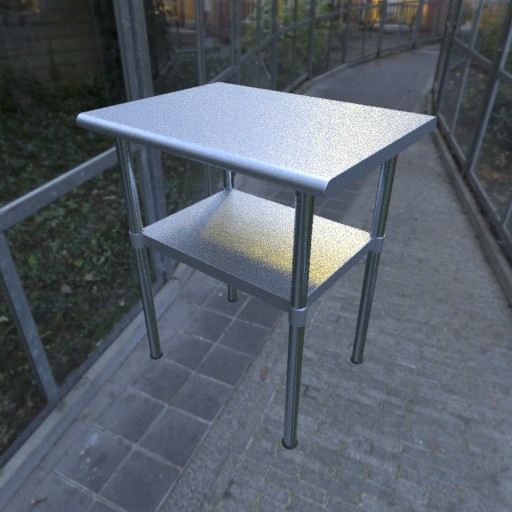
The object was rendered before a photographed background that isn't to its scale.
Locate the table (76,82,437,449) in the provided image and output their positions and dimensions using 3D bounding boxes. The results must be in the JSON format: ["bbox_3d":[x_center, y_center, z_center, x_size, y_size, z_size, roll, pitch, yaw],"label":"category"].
[{"bbox_3d":[0.000,0.000,1.400,0.762,0.876,0.584,22,38,32],"label":"table"}]
